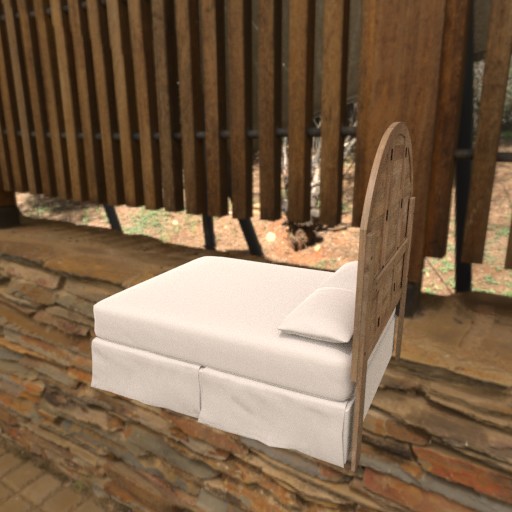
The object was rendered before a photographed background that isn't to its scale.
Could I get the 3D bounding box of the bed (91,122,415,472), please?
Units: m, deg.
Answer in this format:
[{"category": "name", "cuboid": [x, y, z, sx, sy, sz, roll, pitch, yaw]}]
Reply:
[{"category": "bed", "cuboid": [0.000, 0.000, 3.496, 2.112, 2.002, 1.713, 8, 17, 26]}]
